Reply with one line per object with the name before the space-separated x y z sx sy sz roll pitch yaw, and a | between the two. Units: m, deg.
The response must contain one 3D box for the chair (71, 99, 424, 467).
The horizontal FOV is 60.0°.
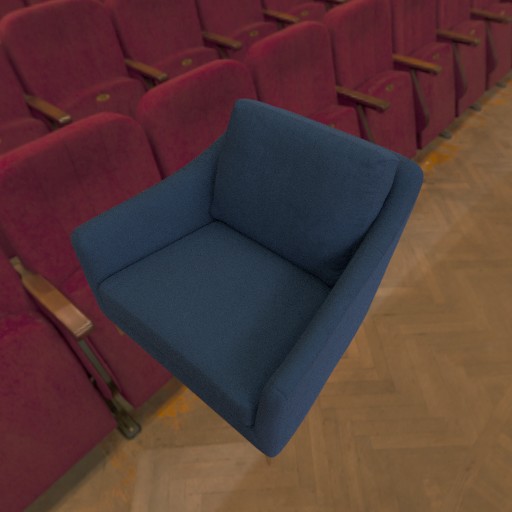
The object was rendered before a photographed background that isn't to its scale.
chair | 0.000 0.000 1.698 0.987 0.899 0.961 31 52 28
